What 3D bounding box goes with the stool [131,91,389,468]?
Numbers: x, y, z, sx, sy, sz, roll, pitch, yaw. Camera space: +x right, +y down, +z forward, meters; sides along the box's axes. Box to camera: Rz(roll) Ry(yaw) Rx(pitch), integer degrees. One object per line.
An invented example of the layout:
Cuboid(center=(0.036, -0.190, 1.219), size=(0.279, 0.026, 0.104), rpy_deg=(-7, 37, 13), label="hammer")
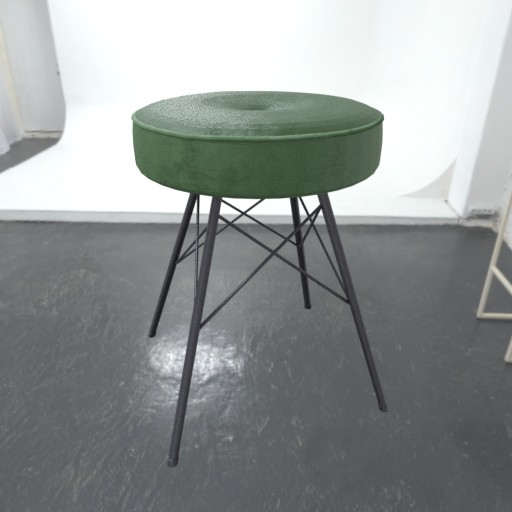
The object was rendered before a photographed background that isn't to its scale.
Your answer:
Cuboid(center=(0.000, 0.000, 0.893), size=(0.457, 0.595, 0.430), rpy_deg=(-8, 28, -15), label="stool")
